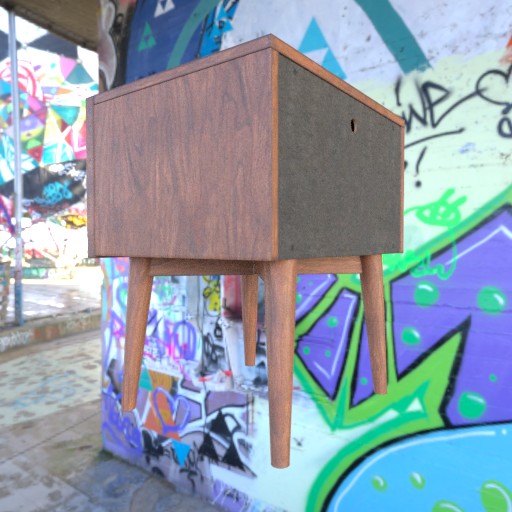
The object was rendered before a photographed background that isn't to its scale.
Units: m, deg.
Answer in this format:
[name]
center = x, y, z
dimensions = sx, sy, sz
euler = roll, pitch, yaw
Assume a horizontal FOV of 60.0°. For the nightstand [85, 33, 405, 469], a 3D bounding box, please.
[nightstand]
center = 0.000, 0.000, 0.932
dimensions = 0.445, 0.607, 0.521
euler = 1, 2, 37
